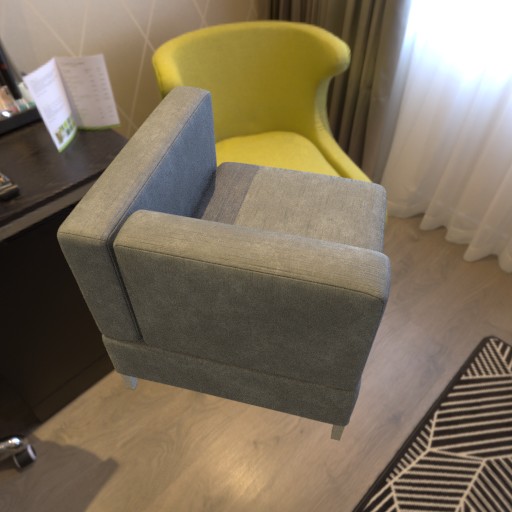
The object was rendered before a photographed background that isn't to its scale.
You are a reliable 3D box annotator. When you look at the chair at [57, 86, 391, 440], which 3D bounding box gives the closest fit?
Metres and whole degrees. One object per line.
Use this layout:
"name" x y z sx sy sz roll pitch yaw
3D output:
"chair" 0.000 0.000 1.250 0.680 0.660 0.680 10 48 10
